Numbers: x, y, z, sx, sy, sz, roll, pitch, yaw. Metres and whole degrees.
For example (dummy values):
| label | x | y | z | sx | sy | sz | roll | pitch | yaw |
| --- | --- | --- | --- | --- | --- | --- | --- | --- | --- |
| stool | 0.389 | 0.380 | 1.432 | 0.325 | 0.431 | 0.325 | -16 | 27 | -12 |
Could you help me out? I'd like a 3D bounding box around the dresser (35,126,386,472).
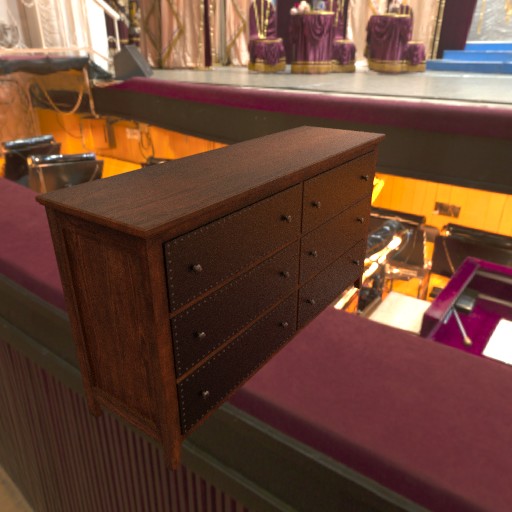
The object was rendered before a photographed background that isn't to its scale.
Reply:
| label | x | y | z | sx | sy | sz | roll | pitch | yaw |
| --- | --- | --- | --- | --- | --- | --- | --- | --- | --- |
| dresser | 0.000 | 0.000 | 1.909 | 0.463 | 0.856 | 1.551 | 17 | 30 | 32 |
